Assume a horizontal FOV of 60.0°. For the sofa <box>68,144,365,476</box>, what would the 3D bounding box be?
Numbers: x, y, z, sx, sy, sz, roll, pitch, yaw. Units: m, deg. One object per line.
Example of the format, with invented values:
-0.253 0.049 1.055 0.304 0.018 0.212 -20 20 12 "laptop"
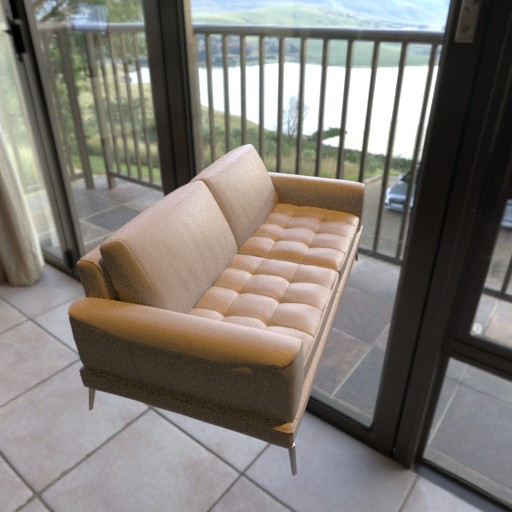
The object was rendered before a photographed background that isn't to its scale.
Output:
0.000 0.000 2.764 1.121 0.930 2.177 10 31 17 "sofa"
